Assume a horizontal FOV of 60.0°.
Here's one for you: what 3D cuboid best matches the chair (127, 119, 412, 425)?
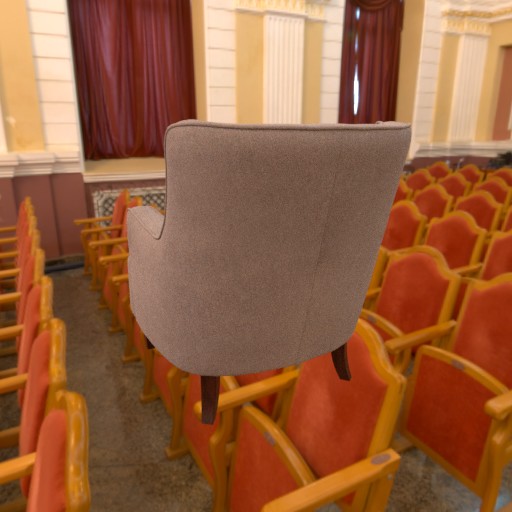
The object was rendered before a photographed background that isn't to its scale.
[{"bbox_3d":[0.000,0.000,1.580,0.781,0.919,0.910,-8,18,-26],"label":"chair"}]
